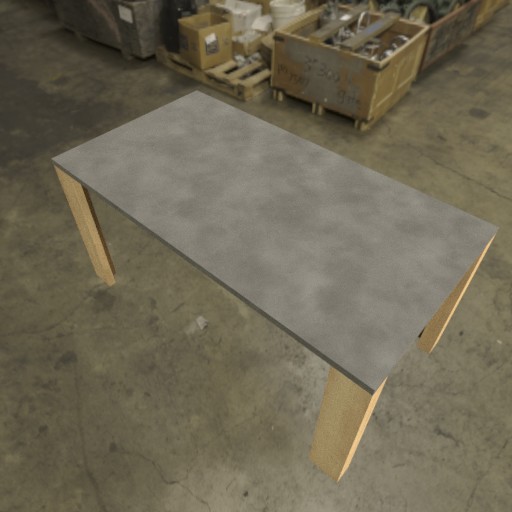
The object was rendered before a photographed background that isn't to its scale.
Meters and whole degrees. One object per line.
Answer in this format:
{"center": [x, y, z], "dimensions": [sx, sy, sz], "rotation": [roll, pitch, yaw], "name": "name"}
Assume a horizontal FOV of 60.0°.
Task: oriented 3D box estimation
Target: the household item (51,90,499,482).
{"center": [0.000, 0.000, 2.025], "dimensions": [1.600, 0.755, 0.850], "rotation": [33, 55, 27], "name": "household item"}
